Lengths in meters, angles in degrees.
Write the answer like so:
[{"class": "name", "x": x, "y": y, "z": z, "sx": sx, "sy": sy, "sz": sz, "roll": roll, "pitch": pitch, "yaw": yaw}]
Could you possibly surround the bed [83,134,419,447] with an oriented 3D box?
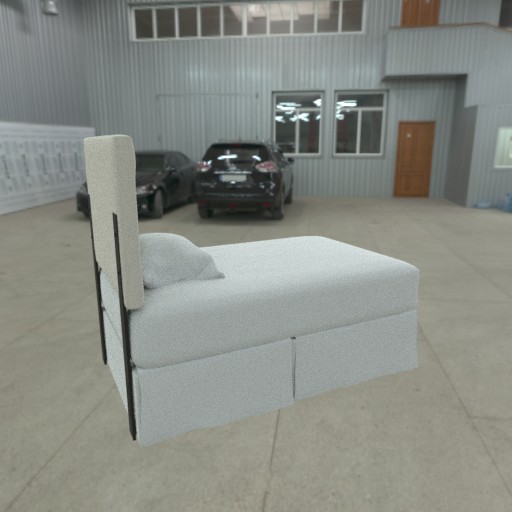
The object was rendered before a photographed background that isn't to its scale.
[{"class": "bed", "x": 0.000, "y": 0.000, "z": 3.038, "sx": 1.997, "sy": 1.571, "sz": 1.261, "roll": -7, "pitch": 16, "yaw": -26}]
